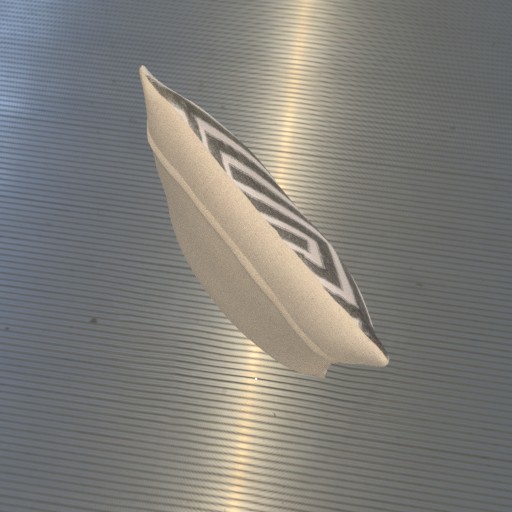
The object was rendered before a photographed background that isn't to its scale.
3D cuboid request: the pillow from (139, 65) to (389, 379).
[{"bbox_3d":[0.000,0.000,0.675,0.182,0.441,0.440,-37,78,-9],"label":"pillow"}]
